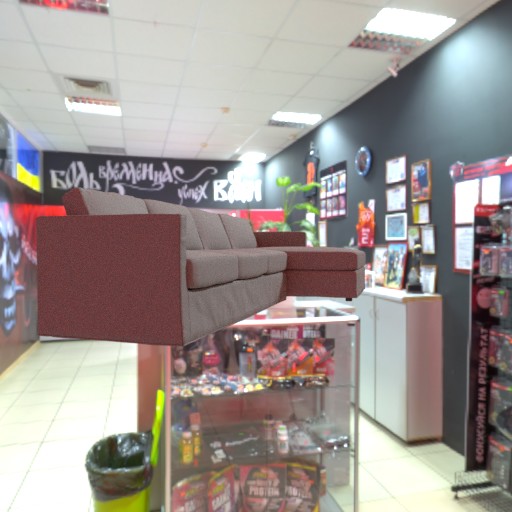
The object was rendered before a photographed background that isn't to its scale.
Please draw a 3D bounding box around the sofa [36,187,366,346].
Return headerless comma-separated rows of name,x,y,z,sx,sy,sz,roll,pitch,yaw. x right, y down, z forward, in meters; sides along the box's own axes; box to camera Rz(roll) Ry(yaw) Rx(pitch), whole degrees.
sofa,0.000,0.000,3.785,1.622,0.867,3.177,0,1,18
